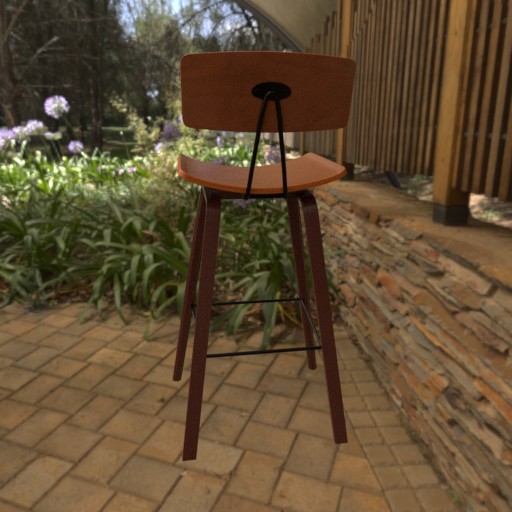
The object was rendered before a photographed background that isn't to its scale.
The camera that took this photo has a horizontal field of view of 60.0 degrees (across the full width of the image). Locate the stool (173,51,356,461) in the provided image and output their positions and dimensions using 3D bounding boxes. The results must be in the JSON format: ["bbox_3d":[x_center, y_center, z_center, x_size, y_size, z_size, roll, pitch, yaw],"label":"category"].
[{"bbox_3d":[0.000,0.000,1.226,0.509,0.969,0.440,-2,15,-9],"label":"stool"}]
